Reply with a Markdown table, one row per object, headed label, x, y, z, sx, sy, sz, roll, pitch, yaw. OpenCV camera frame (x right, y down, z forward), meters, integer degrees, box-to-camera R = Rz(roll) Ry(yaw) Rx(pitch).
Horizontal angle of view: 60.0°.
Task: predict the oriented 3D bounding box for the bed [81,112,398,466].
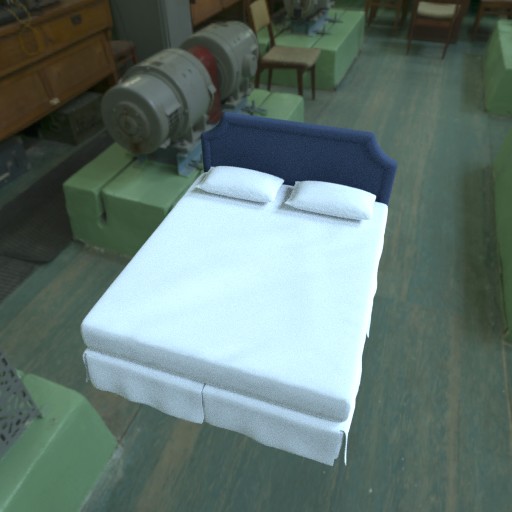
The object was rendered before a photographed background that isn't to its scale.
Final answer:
| label | x | y | z | sx | sy | sz | roll | pitch | yaw |
| --- | --- | --- | --- | --- | --- | --- | --- | --- | --- |
| bed | 0.000 | 0.000 | 4.179 | 2.350 | 1.488 | 2.773 | 12 | 43 | 14 |
